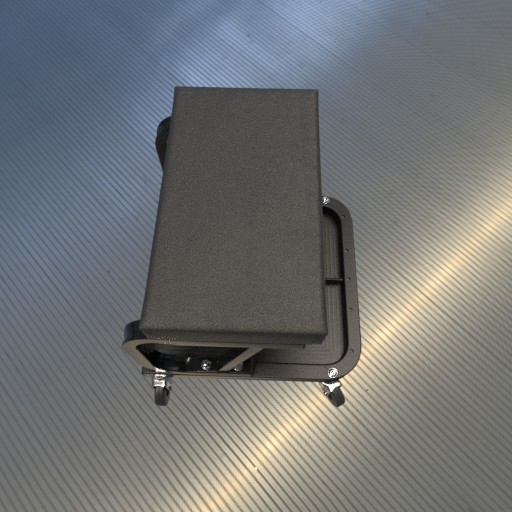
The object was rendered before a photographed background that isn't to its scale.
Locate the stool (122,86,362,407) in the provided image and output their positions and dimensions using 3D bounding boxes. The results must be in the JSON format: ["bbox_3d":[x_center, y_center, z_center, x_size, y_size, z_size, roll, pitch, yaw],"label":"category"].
[{"bbox_3d":[0.000,0.000,0.736,0.371,0.380,0.446,2,64,1],"label":"stool"}]
